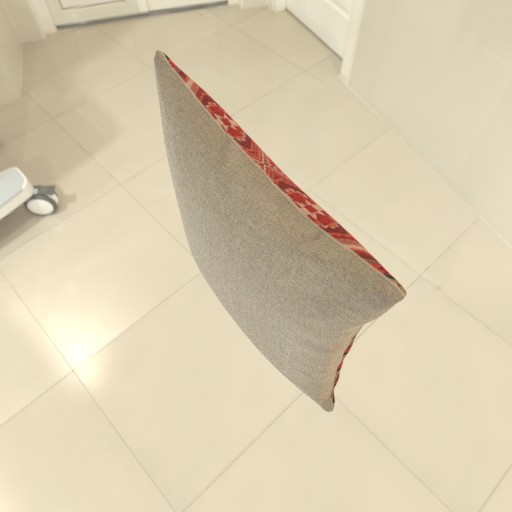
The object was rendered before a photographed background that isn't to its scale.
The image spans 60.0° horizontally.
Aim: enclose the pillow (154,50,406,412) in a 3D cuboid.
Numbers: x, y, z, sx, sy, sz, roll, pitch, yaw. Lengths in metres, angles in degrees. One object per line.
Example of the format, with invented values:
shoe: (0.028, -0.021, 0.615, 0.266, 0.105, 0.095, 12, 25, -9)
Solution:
pillow: (0.000, 0.000, 0.777, 0.158, 0.511, 0.513, -32, 63, -18)
